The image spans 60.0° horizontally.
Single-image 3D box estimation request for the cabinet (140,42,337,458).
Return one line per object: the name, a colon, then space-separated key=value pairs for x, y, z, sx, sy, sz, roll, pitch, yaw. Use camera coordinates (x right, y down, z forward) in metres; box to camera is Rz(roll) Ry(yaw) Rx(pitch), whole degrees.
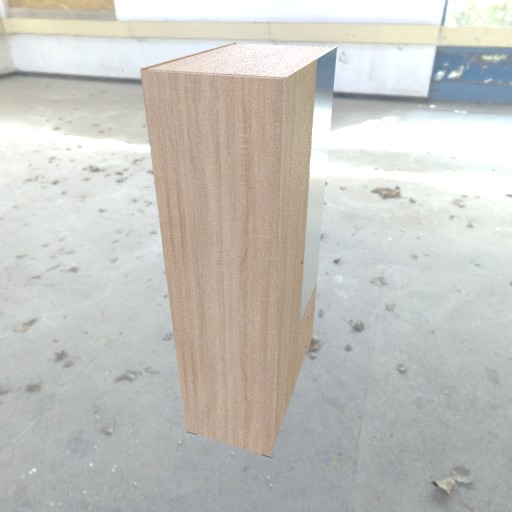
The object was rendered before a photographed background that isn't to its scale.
cabinet: x=0.000 y=0.000 z=2.554 sx=0.590 sy=2.121 sz=1.001 roll=10 pitch=33 yaw=16
